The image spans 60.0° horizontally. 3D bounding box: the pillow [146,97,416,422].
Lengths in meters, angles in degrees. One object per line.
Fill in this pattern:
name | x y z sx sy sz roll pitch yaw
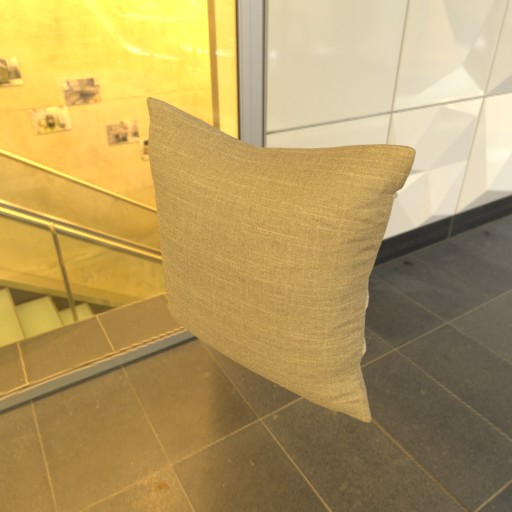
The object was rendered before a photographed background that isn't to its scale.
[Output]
pillow | 0.000 0.000 0.648 0.424 0.400 0.169 22 37 33
